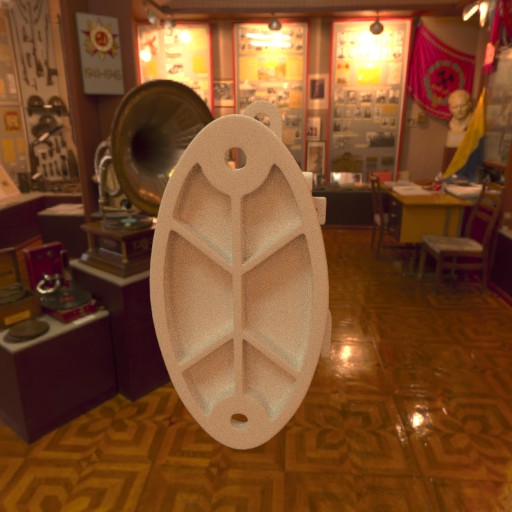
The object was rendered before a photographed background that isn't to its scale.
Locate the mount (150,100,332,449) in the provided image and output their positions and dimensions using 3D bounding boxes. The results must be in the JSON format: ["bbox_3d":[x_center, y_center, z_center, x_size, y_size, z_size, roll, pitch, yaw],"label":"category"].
[{"bbox_3d":[0.000,0.000,0.177,0.066,0.118,0.100,2,18,6],"label":"mount"}]
